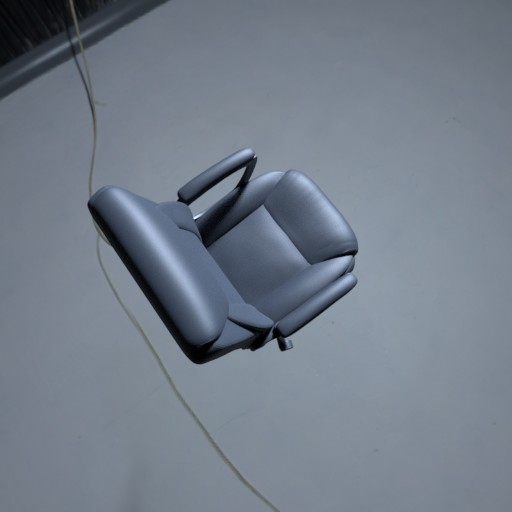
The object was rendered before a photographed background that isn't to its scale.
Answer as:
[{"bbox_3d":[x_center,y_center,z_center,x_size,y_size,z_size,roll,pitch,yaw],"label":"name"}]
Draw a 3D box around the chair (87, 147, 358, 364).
[{"bbox_3d":[0.000,0.000,1.483,0.655,1.072,0.615,-35,77,-9],"label":"chair"}]
